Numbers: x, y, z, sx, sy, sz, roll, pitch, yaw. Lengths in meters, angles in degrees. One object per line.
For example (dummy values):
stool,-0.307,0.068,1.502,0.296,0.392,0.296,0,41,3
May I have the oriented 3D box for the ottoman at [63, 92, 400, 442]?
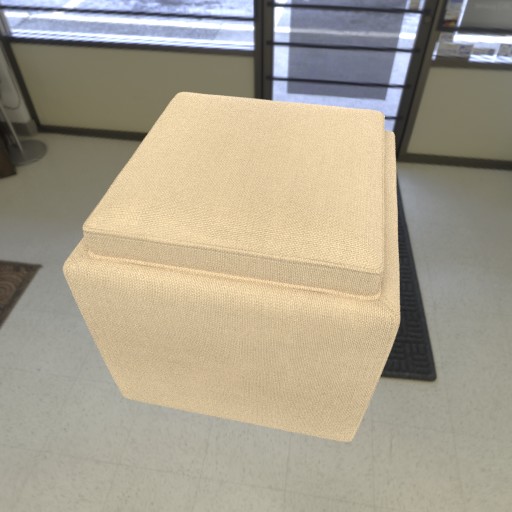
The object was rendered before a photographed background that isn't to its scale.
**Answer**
ottoman,0.000,0.000,0.808,0.450,0.460,0.451,8,46,8
